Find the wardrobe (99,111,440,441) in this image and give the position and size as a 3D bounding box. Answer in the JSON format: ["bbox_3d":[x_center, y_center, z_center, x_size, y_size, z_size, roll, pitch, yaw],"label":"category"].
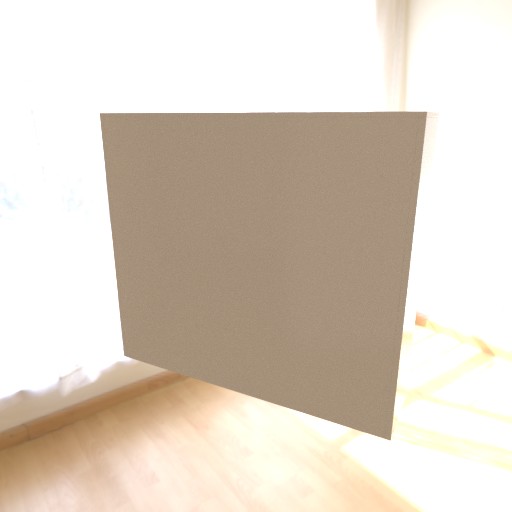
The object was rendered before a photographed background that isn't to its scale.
[{"bbox_3d":[0.000,0.000,1.949,1.340,1.200,0.360,9,20,26],"label":"wardrobe"}]
